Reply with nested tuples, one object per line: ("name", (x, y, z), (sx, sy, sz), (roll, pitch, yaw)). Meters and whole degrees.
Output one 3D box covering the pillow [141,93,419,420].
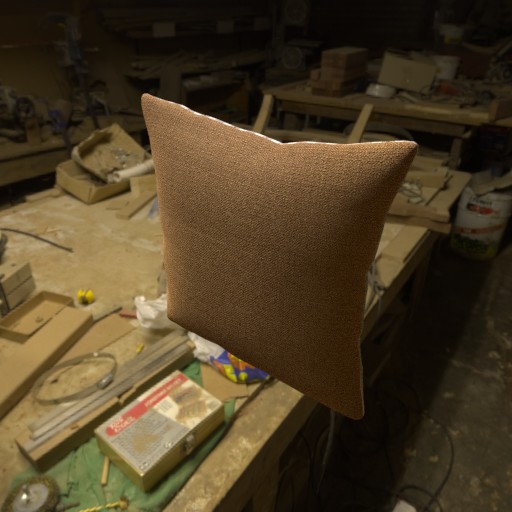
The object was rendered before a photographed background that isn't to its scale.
("pillow", (0.000, 0.000, 0.685), (0.432, 0.437, 0.147), (20, 36, 30))
